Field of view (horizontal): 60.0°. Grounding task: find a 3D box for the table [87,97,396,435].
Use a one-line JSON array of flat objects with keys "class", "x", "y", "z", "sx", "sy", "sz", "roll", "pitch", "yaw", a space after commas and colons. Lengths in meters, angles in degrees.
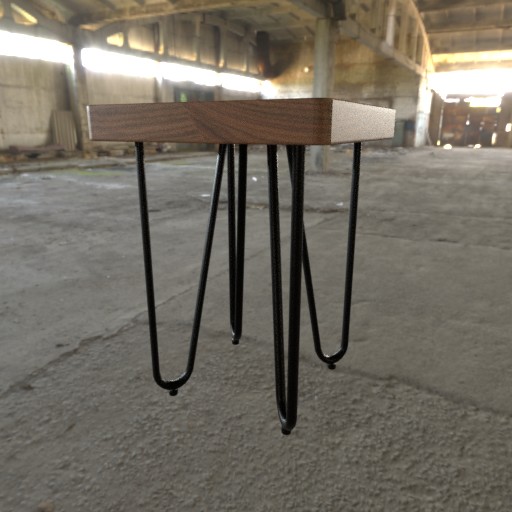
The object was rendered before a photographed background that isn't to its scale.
[{"class": "table", "x": 0.000, "y": 0.000, "z": 1.007, "sx": 0.479, "sy": 0.641, "sz": 0.480, "roll": 8, "pitch": 18, "yaw": 27}]
